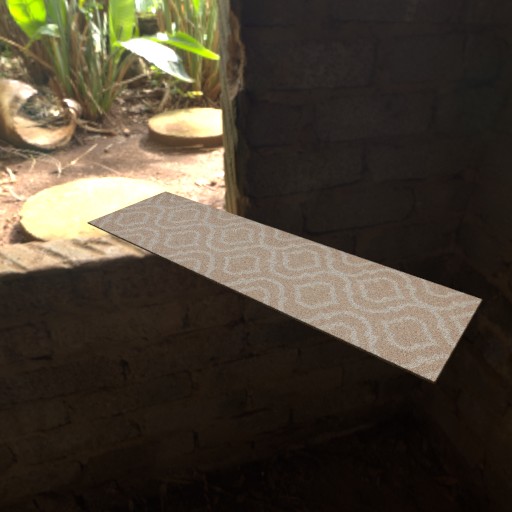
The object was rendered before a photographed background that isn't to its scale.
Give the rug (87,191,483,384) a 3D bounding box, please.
[{"bbox_3d":[0.000,0.000,2.551,2.289,0.013,0.691,22,37,32],"label":"rug"}]
